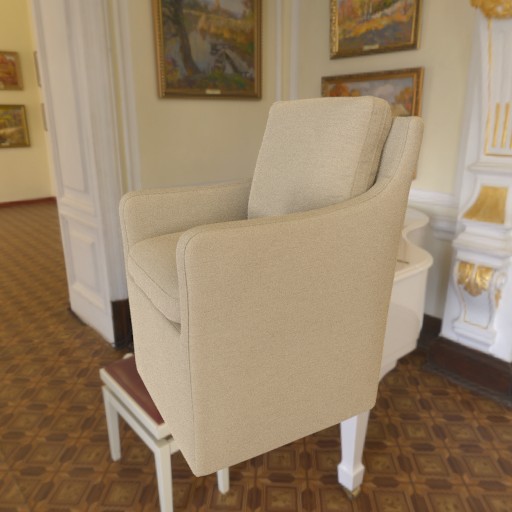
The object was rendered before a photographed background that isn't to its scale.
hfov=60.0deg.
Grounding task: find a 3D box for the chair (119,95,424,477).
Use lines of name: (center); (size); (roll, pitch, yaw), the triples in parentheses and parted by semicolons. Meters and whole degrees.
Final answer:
chair: (0.000, 0.000, 1.347); (0.694, 0.914, 0.626); (-9, 20, -28)
